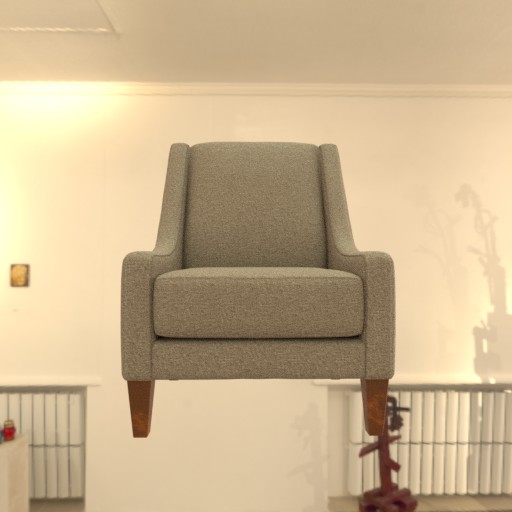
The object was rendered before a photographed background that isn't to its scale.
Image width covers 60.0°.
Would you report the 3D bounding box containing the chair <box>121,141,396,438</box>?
[{"bbox_3d":[0.000,0.000,1.619,0.774,1.016,0.870,0,0,-1],"label":"chair"}]
